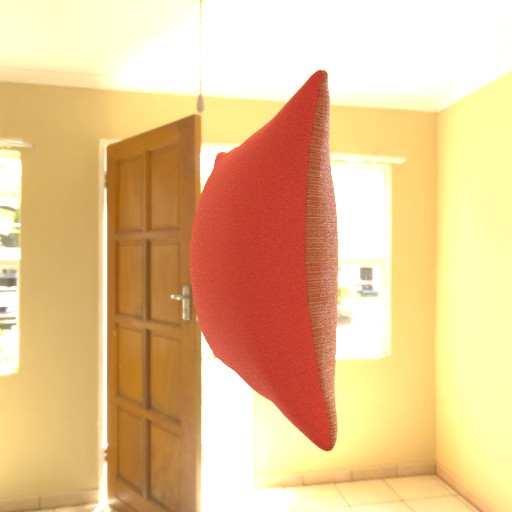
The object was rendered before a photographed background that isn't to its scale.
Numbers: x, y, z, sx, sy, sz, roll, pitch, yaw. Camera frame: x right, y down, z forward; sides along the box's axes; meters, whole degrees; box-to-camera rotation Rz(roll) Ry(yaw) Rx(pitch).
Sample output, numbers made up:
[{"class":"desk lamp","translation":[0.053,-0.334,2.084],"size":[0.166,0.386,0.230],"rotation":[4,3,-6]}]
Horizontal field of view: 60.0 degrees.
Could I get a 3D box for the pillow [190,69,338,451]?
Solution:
[{"class":"pillow","translation":[0.000,0.000,0.824],"size":[0.229,0.501,0.559],"rotation":[0,0,-20]}]
